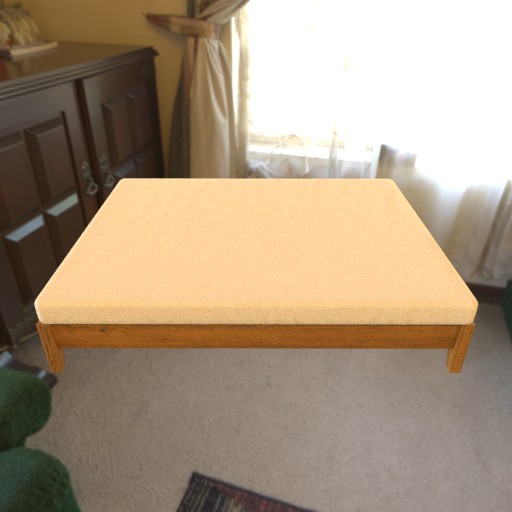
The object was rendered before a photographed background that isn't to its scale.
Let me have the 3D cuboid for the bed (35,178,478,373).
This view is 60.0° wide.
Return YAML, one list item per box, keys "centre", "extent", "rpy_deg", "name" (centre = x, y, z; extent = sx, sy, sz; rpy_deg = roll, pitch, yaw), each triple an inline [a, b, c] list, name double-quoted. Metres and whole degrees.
- centre: [0.000, 0.000, 2.727]
  extent: [2.016, 0.431, 1.536]
  rpy_deg: [0, 31, 0]
  name: "bed"
